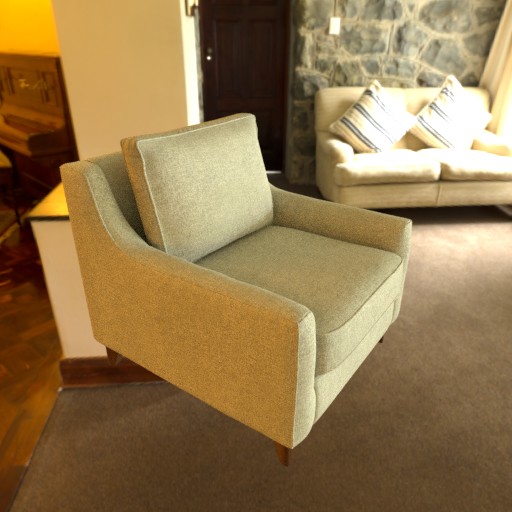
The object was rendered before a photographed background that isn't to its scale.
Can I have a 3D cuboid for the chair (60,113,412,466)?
[{"bbox_3d":[0.000,0.000,1.570,0.918,0.864,0.838,18,32,32],"label":"chair"}]
